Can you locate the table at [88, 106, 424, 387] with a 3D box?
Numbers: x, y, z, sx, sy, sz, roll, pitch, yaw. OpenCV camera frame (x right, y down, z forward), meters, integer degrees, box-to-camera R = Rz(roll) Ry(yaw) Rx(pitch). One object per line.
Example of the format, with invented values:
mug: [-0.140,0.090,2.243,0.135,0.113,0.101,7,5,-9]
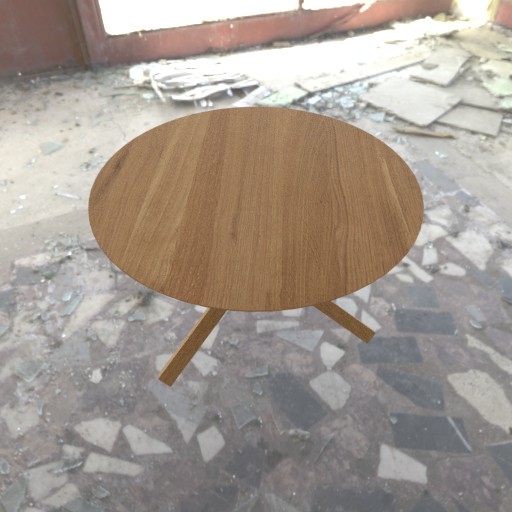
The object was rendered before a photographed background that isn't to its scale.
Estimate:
table: [0.000,0.000,1.651,1.038,0.666,1.038,0,45,0]
